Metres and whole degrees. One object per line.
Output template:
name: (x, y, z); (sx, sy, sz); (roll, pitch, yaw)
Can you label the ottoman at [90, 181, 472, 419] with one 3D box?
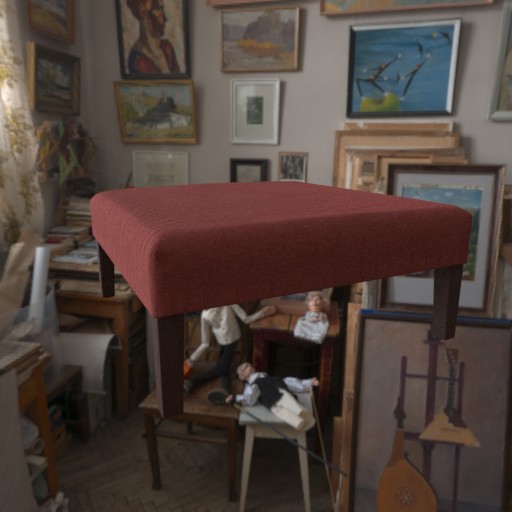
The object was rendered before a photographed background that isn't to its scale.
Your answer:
ottoman: (0.000, 0.000, 1.435); (0.890, 0.411, 0.889); (-7, 16, -26)
